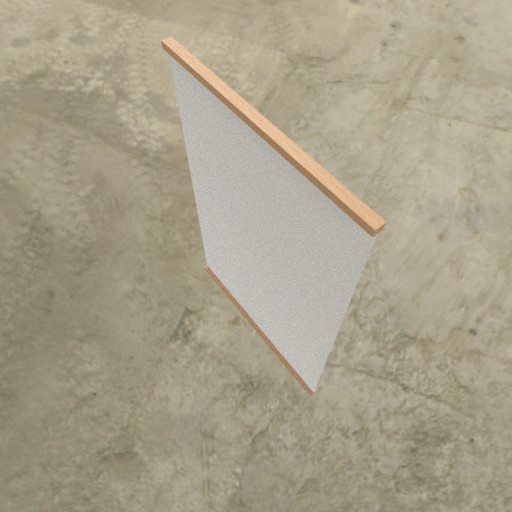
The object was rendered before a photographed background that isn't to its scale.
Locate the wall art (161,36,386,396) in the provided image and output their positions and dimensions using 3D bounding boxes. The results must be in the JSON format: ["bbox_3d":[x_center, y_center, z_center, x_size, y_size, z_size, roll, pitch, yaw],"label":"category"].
[{"bbox_3d":[0.000,0.000,0.779,0.016,0.611,0.401,-33,63,-19],"label":"wall art"}]
